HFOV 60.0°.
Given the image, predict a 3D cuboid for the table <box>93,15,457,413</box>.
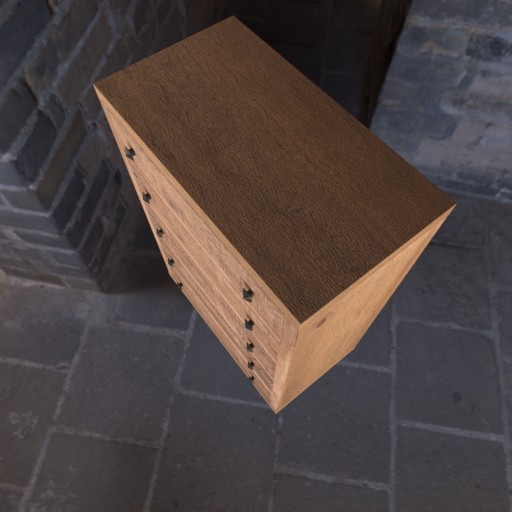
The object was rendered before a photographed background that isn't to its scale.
[{"bbox_3d":[0.000,0.000,1.728,0.524,1.294,0.901,-35,68,-17],"label":"table"}]
